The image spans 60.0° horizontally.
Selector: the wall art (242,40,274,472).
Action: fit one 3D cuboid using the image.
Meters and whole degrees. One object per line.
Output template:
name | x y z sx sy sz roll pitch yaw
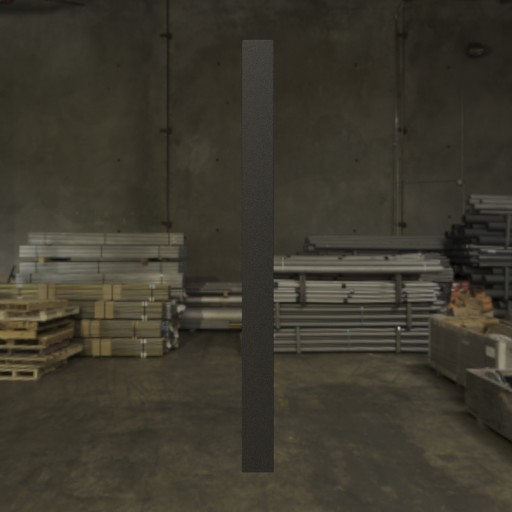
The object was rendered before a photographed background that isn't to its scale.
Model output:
wall art | 0.000 0.000 0.773 0.037 0.508 0.508 0 0 0
